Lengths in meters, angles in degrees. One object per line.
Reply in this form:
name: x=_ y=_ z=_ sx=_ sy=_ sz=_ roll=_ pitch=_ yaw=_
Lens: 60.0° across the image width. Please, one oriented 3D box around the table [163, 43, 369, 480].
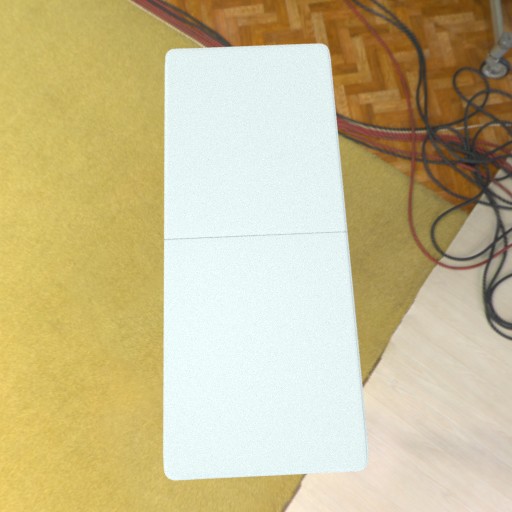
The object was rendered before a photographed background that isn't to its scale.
table: x=0.000 y=0.000 z=2.180 sx=0.761 sy=0.719 sz=1.829 roll=-2 pitch=76 yaw=-1
